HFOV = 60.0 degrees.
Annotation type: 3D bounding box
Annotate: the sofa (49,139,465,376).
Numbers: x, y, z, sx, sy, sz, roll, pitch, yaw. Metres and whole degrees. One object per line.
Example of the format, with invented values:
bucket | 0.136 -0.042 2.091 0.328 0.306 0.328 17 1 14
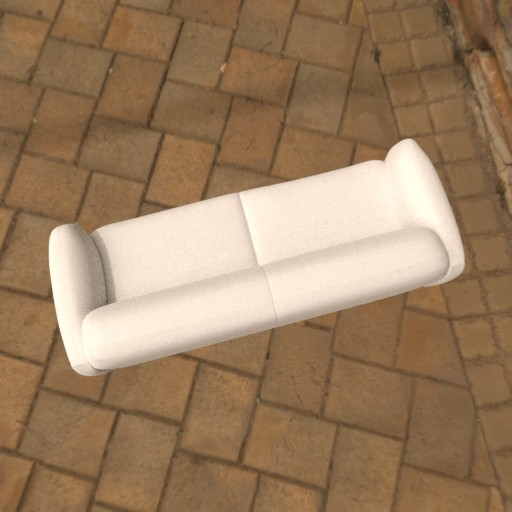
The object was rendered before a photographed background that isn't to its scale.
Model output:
sofa | 0.000 0.000 2.634 2.257 0.780 0.880 -14 77 -3
